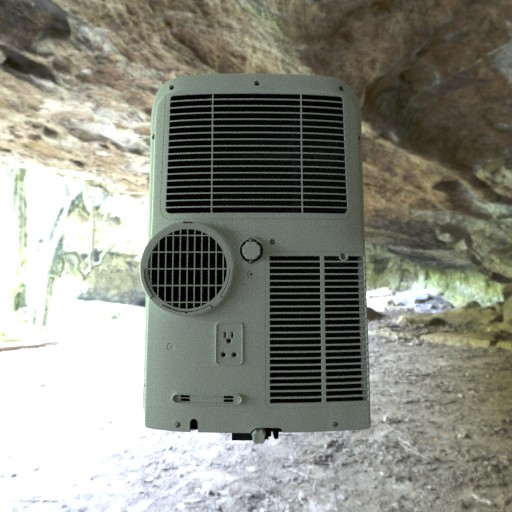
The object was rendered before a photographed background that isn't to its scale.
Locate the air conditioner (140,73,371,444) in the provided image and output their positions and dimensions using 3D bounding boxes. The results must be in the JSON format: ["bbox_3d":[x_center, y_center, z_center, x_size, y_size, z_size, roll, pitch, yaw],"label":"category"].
[{"bbox_3d":[0.000,0.000,0.963,0.454,0.700,0.365,0,-1,-1],"label":"air conditioner"}]
